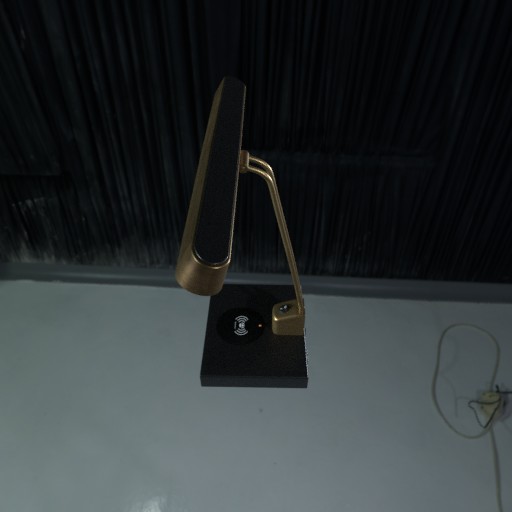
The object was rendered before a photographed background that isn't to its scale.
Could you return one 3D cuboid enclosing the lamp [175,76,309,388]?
[{"bbox_3d":[0.000,0.000,0.600,0.156,0.345,0.412,1,41,1],"label":"lamp"}]
